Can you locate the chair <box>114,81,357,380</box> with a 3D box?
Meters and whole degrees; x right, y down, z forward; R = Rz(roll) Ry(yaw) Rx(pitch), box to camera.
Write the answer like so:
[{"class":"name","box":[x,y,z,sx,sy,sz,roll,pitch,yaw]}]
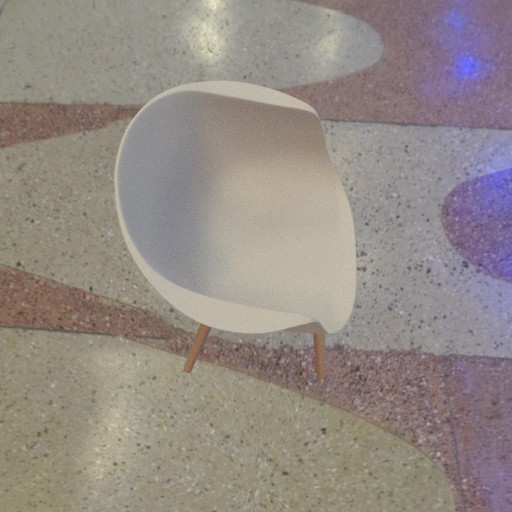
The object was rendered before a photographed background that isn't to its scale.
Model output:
[{"class":"chair","box":[0.000,0.000,1.148,0.504,0.781,0.593,4,63,2]}]
